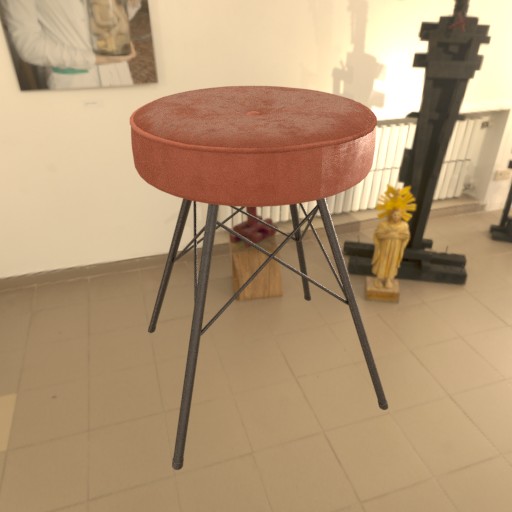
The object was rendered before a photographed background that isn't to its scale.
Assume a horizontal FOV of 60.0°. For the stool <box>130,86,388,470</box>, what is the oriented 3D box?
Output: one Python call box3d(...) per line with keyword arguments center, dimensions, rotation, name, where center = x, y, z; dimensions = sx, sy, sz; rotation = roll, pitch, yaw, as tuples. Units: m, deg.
box3d(center=(0.000, 0.000, 0.888), dimensions=(0.457, 0.593, 0.421), rotation=(-10, 33, -15), name="stool")
